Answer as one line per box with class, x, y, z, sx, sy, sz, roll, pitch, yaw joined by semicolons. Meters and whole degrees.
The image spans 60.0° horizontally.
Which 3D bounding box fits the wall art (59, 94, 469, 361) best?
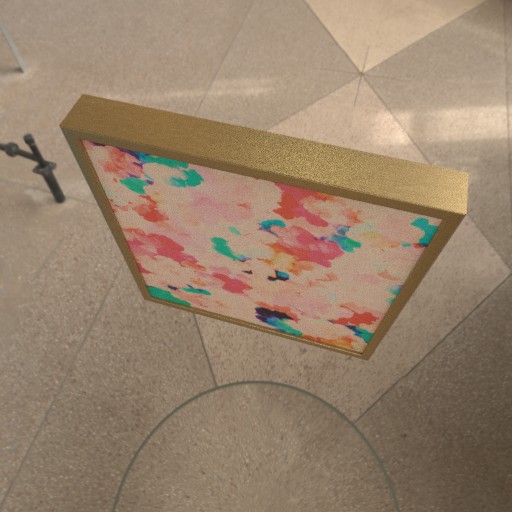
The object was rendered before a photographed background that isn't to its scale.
wall art;0.000;0.000;0.457;0.304;0.305;0.038;14;60;8
